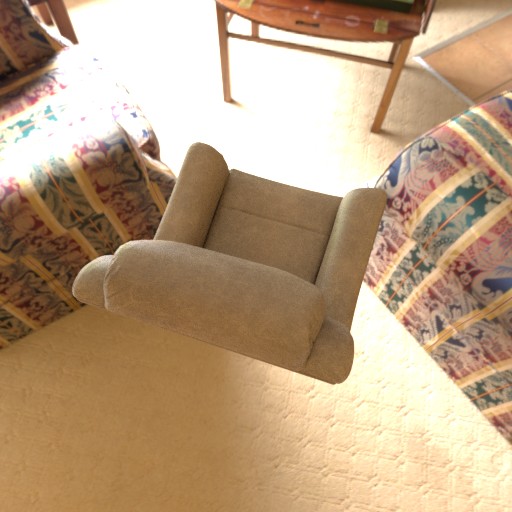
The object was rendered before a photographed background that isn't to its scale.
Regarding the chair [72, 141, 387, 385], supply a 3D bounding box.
[{"bbox_3d":[0.000,0.000,1.920,0.965,1.116,1.068,16,64,8],"label":"chair"}]
